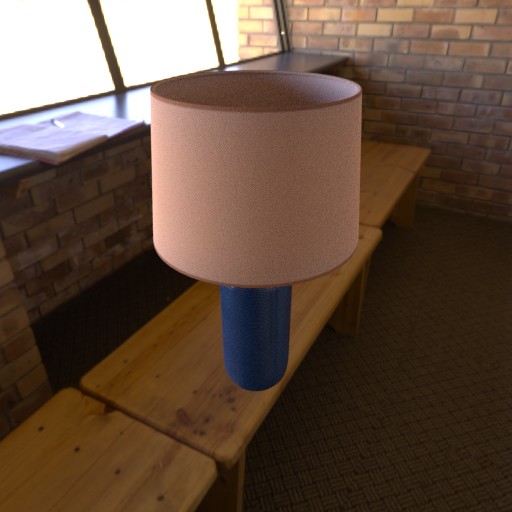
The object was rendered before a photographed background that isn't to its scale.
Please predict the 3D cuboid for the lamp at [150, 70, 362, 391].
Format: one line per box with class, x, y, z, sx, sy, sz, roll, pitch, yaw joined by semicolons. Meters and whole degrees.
lamp;0.000;0.000;0.835;0.367;0.609;0.367;0;30;0
